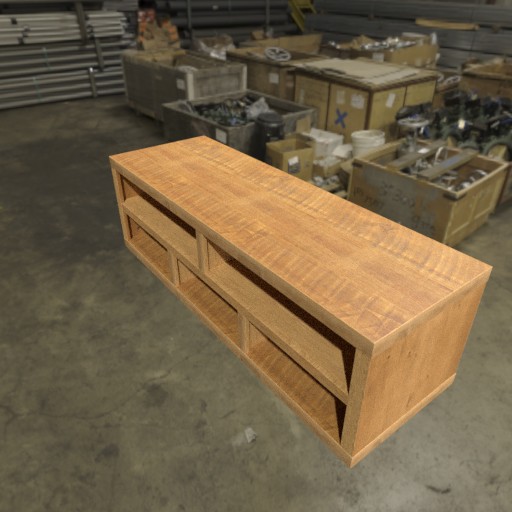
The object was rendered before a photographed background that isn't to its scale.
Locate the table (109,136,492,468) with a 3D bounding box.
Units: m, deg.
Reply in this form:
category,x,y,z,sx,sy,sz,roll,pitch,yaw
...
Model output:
category,x,y,z,sx,sy,sz,roll,pitch,yaw
table,0.000,0.000,1.727,0.499,0.491,1.499,-22,38,-31
